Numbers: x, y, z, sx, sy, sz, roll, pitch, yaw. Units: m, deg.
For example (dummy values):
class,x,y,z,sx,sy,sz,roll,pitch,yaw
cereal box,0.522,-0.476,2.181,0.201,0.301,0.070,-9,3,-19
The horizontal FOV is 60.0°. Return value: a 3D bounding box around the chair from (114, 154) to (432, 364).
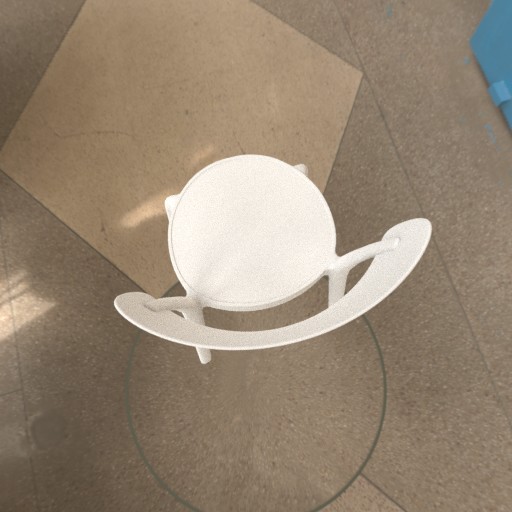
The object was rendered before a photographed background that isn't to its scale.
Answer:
class,x,y,z,sx,sy,sz,roll,pitch,yaw
chair,0.000,0.000,1.080,0.506,0.790,0.491,-14,75,-4
